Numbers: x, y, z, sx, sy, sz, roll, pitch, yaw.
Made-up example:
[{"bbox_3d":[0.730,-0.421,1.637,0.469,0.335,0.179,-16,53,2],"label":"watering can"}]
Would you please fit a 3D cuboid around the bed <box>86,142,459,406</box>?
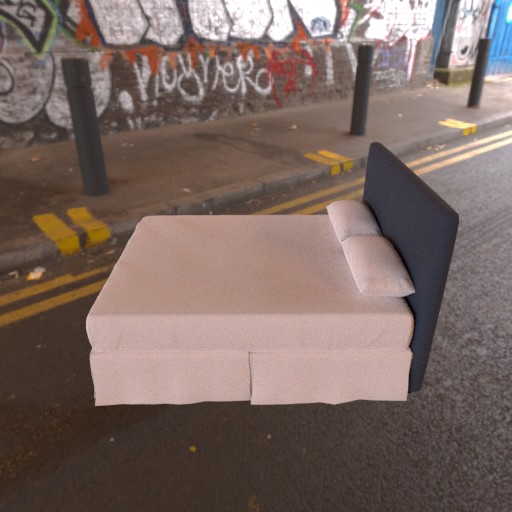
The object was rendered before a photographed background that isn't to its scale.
[{"bbox_3d":[0.000,0.000,3.311,2.162,1.330,1.713,0,27,0],"label":"bed"}]
